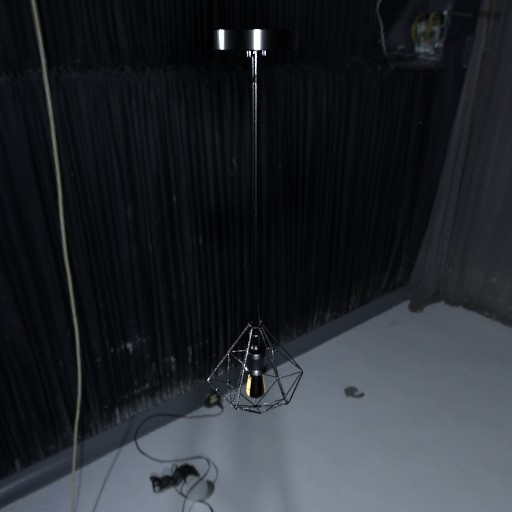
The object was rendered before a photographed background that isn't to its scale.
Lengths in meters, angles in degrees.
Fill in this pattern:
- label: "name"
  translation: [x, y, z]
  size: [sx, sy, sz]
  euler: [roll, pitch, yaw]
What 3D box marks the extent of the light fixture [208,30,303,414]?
- label: "light fixture"
  translation: [0.000, 0.000, 1.946]
  size: [0.431, 1.764, 0.487]
  euler: [-19, 32, -33]
